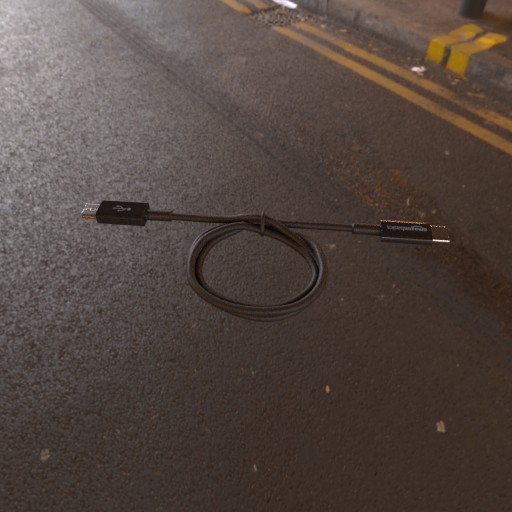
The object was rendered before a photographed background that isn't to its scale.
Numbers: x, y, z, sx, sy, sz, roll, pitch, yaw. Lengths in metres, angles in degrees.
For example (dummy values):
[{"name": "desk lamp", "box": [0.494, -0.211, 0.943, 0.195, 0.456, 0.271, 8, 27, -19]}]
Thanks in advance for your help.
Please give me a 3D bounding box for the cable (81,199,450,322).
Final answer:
[{"name": "cable", "box": [0.000, 0.000, 0.213, 0.192, 0.014, 0.070, 4, 47, 4]}]
